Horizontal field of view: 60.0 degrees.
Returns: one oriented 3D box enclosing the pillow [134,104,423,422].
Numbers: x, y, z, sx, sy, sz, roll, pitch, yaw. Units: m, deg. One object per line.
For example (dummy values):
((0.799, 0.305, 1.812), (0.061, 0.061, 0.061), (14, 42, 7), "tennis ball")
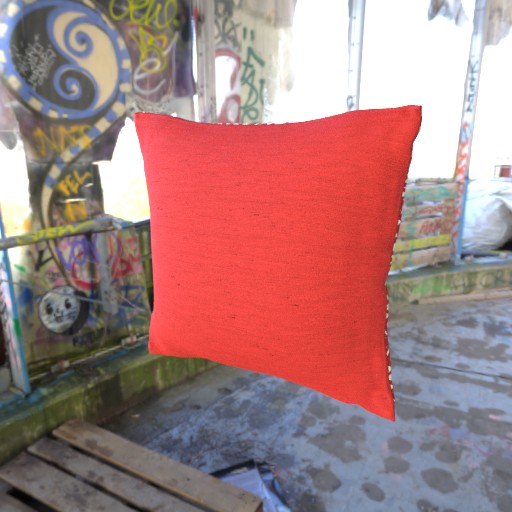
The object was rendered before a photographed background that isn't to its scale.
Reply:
((0.000, 0.000, 0.660), (0.438, 0.419, 0.162), (8, 17, 27), "pillow")
